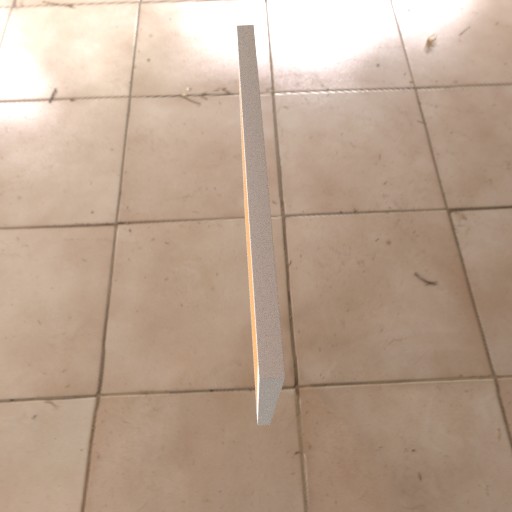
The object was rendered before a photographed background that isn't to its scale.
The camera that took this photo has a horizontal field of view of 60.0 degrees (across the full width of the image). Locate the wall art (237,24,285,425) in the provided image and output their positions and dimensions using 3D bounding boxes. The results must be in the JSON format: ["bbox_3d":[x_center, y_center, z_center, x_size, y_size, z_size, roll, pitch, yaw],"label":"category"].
[{"bbox_3d":[0.000,0.000,1.153,0.038,0.762,0.762,-3,64,-2],"label":"wall art"}]
